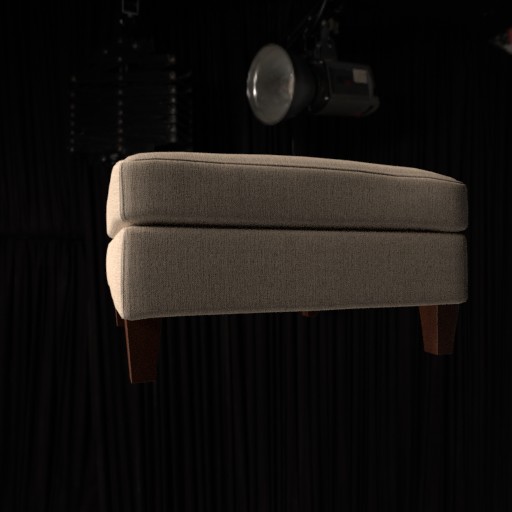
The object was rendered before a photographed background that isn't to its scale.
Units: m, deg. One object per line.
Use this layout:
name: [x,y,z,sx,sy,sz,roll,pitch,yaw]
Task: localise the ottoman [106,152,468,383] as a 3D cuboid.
ottoman: [0.000,0.000,1.324,0.838,0.481,0.838,0,0,-19]
